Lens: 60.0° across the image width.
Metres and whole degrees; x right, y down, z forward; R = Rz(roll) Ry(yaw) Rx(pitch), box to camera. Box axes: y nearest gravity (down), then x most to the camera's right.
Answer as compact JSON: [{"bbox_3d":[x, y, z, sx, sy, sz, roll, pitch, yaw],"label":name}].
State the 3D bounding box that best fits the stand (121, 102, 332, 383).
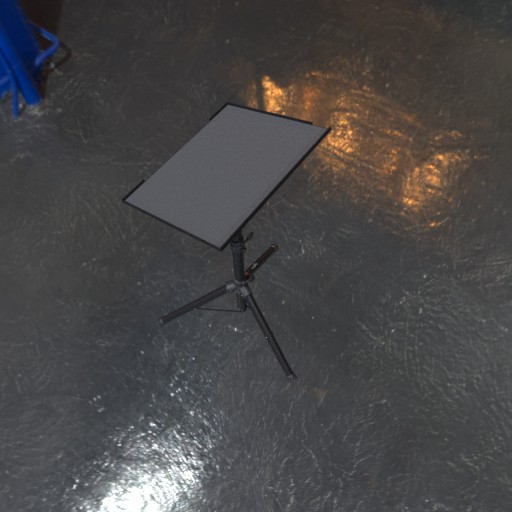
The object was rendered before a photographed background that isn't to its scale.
[{"bbox_3d":[0.000,0.000,1.658,0.702,1.198,0.702,34,68,16],"label":"stand"}]
